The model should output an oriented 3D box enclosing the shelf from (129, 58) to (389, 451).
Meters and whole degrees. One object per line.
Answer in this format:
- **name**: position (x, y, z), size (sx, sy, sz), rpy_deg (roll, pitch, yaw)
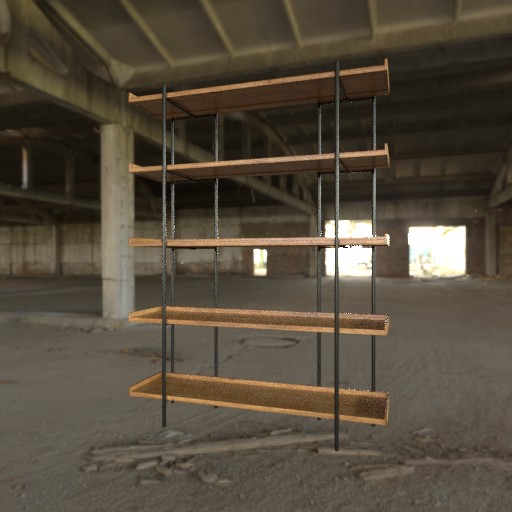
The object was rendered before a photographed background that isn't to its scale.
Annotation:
- **shelf**: position (0.000, 0.000, 2.397), size (1.371, 1.826, 0.379), rpy_deg (0, 0, 18)
